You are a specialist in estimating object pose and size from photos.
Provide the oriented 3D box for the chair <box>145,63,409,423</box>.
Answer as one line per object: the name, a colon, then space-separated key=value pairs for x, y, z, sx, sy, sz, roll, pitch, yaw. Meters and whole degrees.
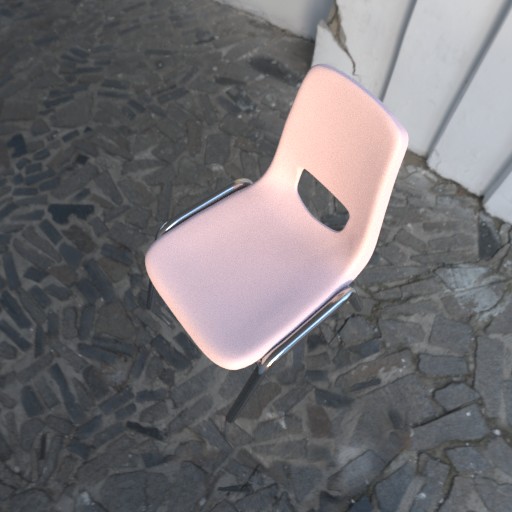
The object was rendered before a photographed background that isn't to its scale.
chair: x=0.000 y=0.000 z=0.836 sx=0.423 sy=0.586 sz=0.354 roll=-35 pitch=68 yaw=-16
